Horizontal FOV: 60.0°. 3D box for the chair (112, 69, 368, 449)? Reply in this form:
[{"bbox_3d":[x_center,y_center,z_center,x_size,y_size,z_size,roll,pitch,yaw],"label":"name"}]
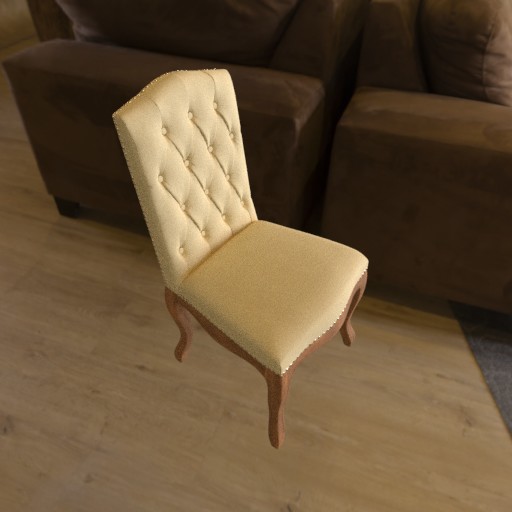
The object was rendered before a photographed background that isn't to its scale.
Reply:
[{"bbox_3d":[0.000,0.000,1.606,0.715,1.165,0.623,26,48,26],"label":"chair"}]
